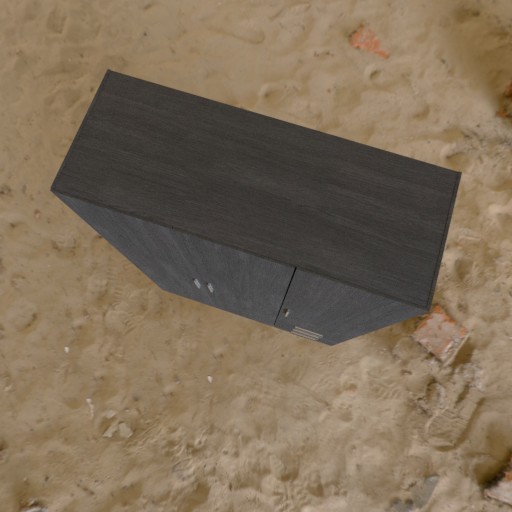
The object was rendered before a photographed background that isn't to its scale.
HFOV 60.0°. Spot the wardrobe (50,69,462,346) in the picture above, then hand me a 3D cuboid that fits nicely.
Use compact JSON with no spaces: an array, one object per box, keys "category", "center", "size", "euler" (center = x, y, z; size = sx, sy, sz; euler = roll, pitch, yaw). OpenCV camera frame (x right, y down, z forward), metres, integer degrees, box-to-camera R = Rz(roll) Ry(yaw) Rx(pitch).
[{"category":"wardrobe","center":[0.000,0.000,2.403],"size":[1.290,1.910,0.510],"euler":[18,76,5]}]
